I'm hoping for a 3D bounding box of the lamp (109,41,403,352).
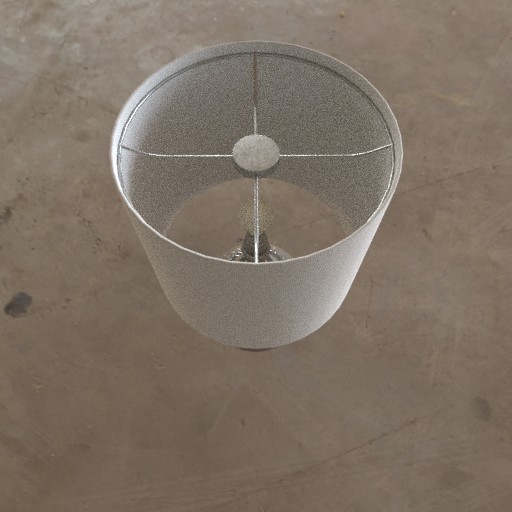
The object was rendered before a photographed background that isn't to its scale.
[{"bbox_3d":[0.000,0.000,0.477,0.207,0.366,0.207,0,62,0],"label":"lamp"}]
